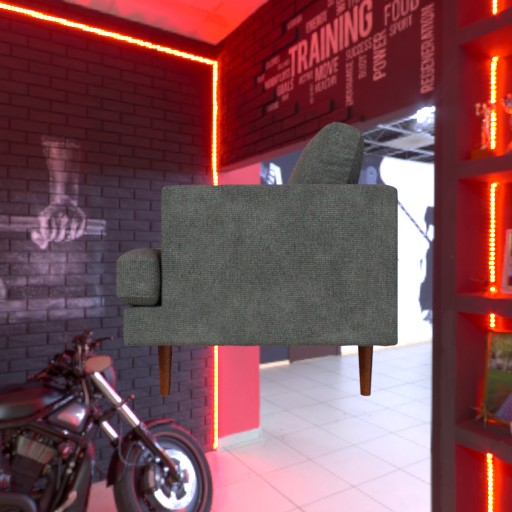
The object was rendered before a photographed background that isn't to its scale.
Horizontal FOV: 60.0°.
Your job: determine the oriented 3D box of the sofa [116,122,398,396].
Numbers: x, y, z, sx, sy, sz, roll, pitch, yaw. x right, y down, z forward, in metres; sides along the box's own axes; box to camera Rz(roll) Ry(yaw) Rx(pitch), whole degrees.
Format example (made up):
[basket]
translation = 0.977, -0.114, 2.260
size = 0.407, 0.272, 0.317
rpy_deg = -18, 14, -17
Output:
[sofa]
translation = 0.000, 0.000, 2.161
size = 0.903, 0.956, 1.582
rpy_deg = 0, 0, 0
